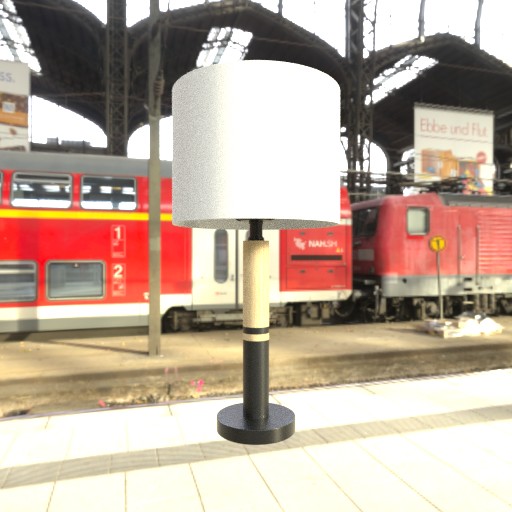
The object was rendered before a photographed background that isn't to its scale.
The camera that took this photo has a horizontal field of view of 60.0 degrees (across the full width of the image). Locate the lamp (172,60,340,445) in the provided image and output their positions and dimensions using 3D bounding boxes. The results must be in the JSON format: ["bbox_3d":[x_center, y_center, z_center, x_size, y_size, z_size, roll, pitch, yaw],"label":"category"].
[{"bbox_3d":[0.000,0.000,0.820,0.305,0.640,0.305,0,0,-19],"label":"lamp"}]
